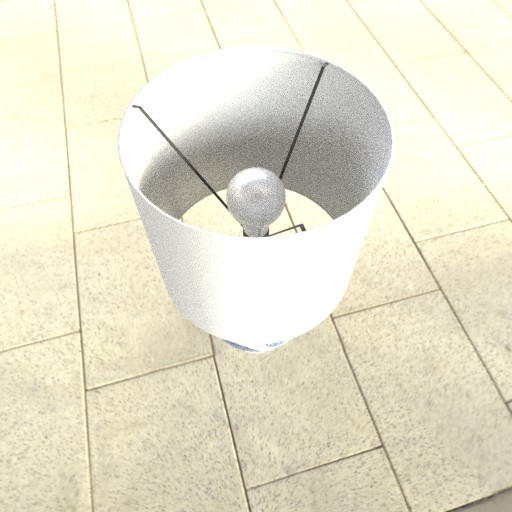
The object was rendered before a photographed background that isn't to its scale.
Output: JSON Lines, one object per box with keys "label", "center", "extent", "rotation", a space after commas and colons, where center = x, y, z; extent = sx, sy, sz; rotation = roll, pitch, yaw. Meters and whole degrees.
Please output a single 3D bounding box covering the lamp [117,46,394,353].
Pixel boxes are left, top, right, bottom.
{"label": "lamp", "center": [0.000, 0.000, 0.509], "extent": [0.215, 0.381, 0.215], "rotation": [-15, 59, -10]}
